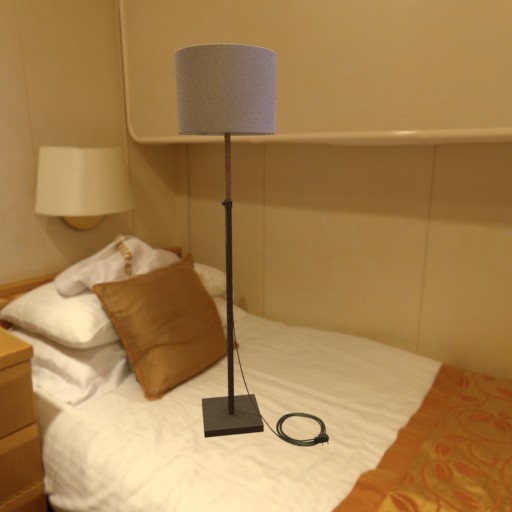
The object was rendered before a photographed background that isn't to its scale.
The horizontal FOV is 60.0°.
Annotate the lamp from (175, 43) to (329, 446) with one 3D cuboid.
[{"bbox_3d":[0.000,0.000,1.957,0.639,1.650,0.474,-2,14,-9],"label":"lamp"}]
